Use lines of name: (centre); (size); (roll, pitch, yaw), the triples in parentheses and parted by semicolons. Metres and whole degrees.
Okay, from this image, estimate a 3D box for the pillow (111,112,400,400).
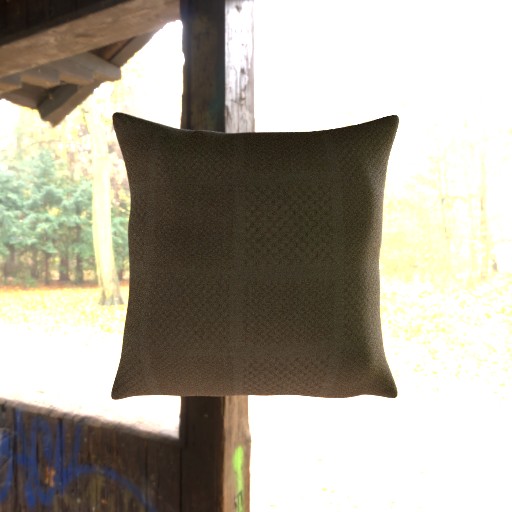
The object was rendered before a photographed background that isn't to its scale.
pillow: (0.000, 0.000, 0.673); (0.436, 0.432, 0.138); (0, 0, -1)
